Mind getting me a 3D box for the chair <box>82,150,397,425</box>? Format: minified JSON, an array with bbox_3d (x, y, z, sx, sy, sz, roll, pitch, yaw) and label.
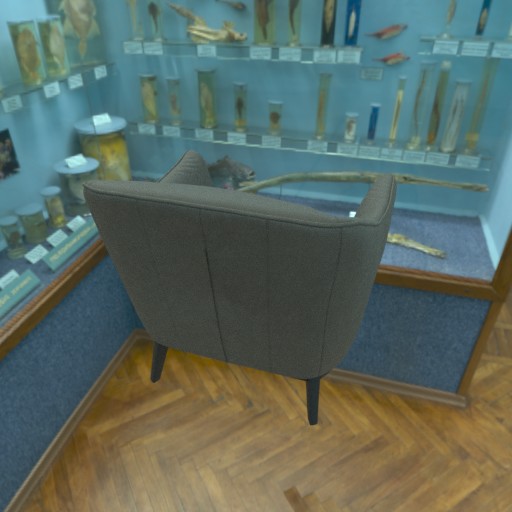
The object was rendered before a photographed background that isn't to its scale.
[{"bbox_3d":[0.000,0.000,1.561,0.871,0.830,0.852,10,35,15],"label":"chair"}]
